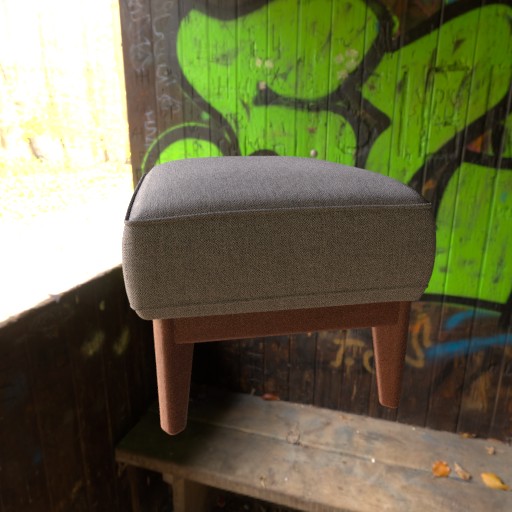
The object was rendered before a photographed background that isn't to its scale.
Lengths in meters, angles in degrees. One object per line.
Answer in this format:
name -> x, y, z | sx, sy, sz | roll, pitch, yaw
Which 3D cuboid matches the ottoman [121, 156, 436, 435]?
ottoman -> 0.000, 0.000, 1.089 | 0.555, 0.458, 0.750 | -3, 17, -10
